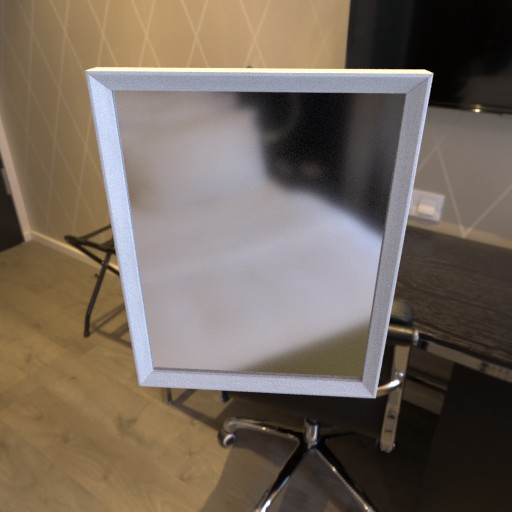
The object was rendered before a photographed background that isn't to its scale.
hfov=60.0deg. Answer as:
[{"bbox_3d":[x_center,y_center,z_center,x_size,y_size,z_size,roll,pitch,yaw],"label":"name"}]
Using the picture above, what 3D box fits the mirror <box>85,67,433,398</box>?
[{"bbox_3d":[0.000,0.000,0.654,0.406,0.509,0.041,2,29,3],"label":"mirror"}]
